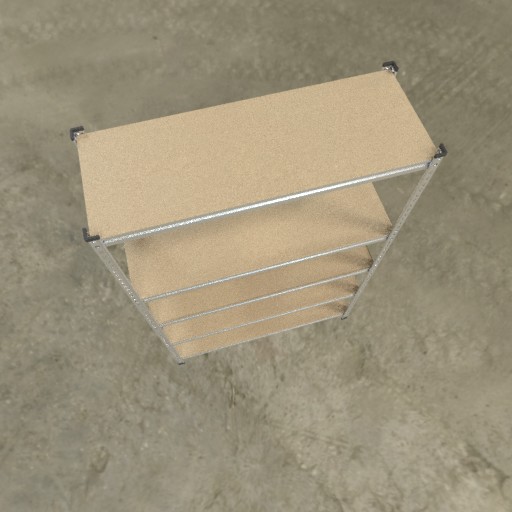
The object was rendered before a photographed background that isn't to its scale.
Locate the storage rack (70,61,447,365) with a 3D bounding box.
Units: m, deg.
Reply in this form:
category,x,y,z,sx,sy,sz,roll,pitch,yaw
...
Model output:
category,x,y,z,sx,sy,sz,roll,pitch,yaw
storage rack,0.000,0.000,2.339,1.219,1.829,0.457,-14,65,-7
